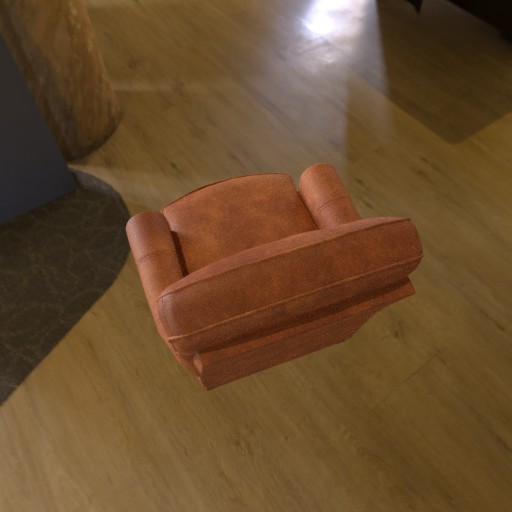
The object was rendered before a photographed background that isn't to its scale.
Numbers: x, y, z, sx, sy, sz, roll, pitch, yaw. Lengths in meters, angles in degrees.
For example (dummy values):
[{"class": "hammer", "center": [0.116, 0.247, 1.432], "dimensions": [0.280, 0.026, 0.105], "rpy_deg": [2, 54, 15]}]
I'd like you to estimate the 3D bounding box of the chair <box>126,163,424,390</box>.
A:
[{"class": "chair", "center": [0.000, 0.000, 1.814], "dimensions": [0.936, 1.018, 0.986], "rpy_deg": [-17, 59, -11]}]
